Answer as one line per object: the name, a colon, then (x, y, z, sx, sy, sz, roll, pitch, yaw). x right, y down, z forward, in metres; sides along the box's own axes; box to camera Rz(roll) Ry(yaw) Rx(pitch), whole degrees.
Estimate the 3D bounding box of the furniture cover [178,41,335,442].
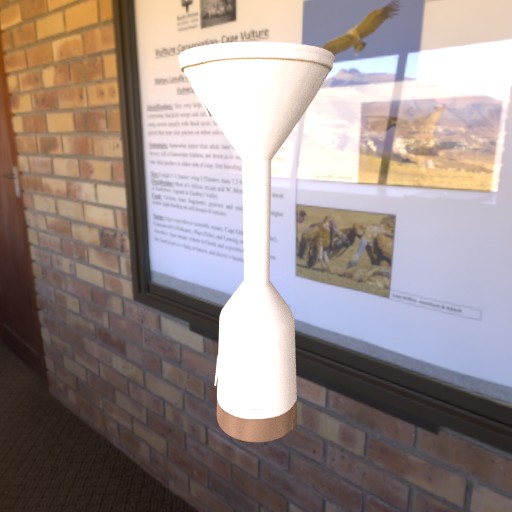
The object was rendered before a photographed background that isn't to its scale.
furniture cover: (0.000, 0.000, 2.913, 0.914, 2.413, 0.914, 2, 15, 9)
